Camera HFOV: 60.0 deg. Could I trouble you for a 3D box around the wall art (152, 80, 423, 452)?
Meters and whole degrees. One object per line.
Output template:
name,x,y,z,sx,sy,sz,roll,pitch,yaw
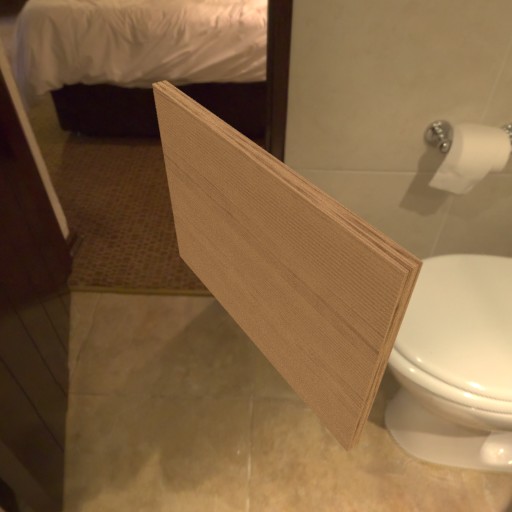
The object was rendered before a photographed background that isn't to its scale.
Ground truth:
wall art,0.000,0.000,1.115,0.063,0.609,0.841,-26,49,-25
